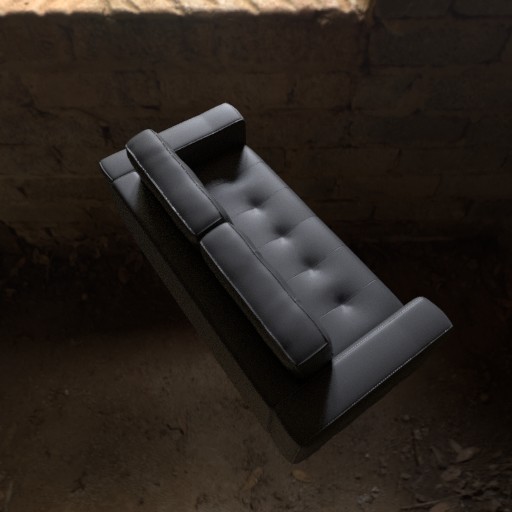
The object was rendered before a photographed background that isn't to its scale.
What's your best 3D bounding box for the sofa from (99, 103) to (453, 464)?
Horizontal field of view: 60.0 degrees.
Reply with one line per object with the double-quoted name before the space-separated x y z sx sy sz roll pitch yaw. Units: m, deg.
"sofa" 0.000 0.000 2.207 0.833 0.893 1.726 -31 63 -18
